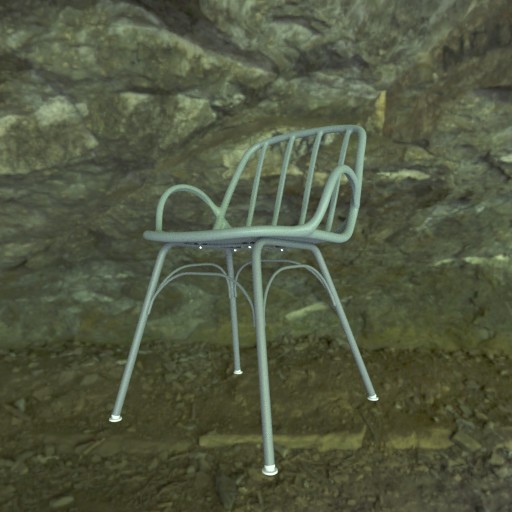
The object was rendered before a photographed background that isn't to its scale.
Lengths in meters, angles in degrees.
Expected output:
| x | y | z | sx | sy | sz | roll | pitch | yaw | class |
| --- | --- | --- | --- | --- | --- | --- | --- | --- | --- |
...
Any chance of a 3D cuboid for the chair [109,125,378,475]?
| x | y | z | sx | sy | sz | roll | pitch | yaw | class |
| --- | --- | --- | --- | --- | --- | --- | --- | --- | --- |
| 0.000 | 0.000 | 1.205 | 0.549 | 0.816 | 0.597 | 0 | 0 | 35 | chair |
